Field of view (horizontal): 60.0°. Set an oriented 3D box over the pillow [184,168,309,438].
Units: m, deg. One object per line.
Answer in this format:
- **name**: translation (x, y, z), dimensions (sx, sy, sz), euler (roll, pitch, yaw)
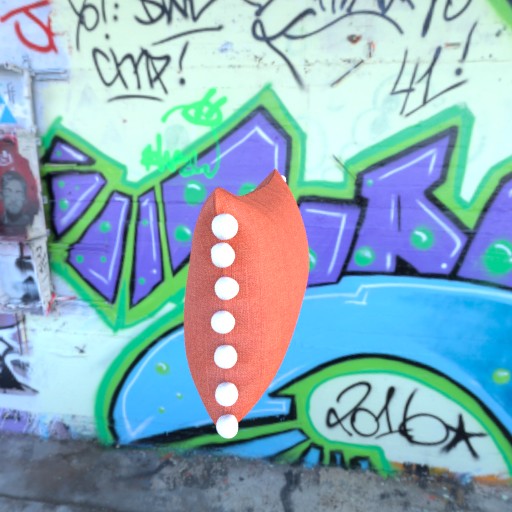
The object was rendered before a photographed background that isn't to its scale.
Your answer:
- **pillow**: translation (0.000, 0.000, 0.846), dimensions (0.201, 0.322, 0.709), euler (2, 14, 8)
